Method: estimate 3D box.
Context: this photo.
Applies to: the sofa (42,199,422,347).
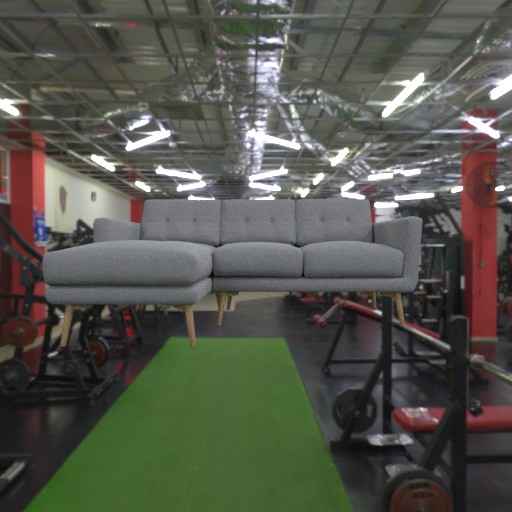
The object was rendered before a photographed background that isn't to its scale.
[{"bbox_3d":[0.000,0.000,2.841,2.040,0.860,1.530,0,1,1],"label":"sofa"}]
